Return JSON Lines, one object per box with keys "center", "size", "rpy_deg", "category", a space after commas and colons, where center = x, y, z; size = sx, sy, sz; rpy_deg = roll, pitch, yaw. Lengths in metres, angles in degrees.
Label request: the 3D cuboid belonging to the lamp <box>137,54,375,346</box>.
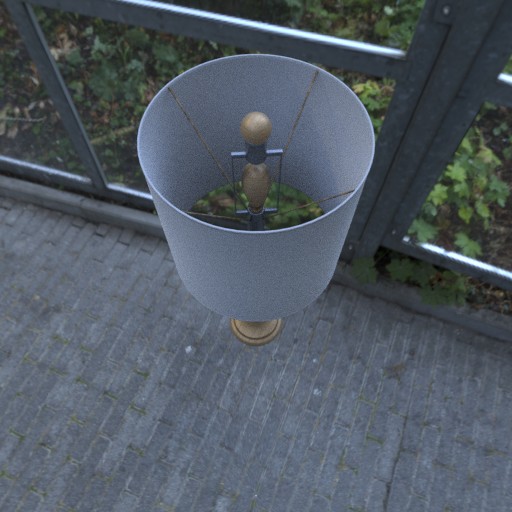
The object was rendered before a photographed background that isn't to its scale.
{"center": [0.000, 0.000, 0.713], "size": [0.250, 0.597, 0.250], "rpy_deg": [33, 66, 16], "category": "lamp"}
